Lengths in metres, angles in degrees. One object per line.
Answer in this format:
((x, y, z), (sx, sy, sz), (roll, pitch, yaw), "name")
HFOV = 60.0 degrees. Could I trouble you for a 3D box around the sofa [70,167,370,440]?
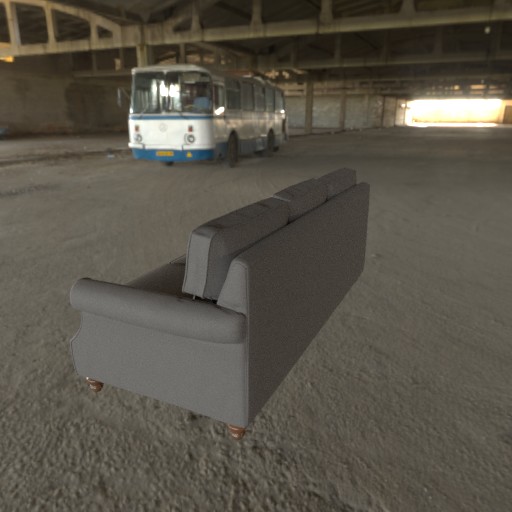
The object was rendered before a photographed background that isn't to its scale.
((0.000, 0.000, 2.819), (0.966, 0.948, 2.353), (8, 20, 24), "sofa")
